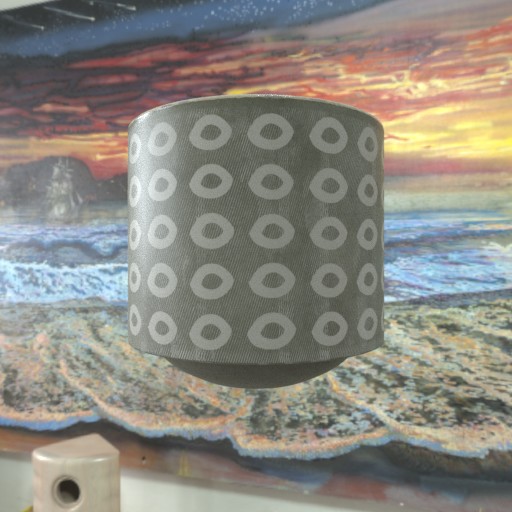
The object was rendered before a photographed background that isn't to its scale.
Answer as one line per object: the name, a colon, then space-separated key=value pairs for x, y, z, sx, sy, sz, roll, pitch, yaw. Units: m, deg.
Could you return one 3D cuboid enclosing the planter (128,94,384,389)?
planter: x=0.000 y=0.000 z=0.450 sx=0.250 sy=0.239 sz=0.250 roll=0 pitch=0 yaw=0
